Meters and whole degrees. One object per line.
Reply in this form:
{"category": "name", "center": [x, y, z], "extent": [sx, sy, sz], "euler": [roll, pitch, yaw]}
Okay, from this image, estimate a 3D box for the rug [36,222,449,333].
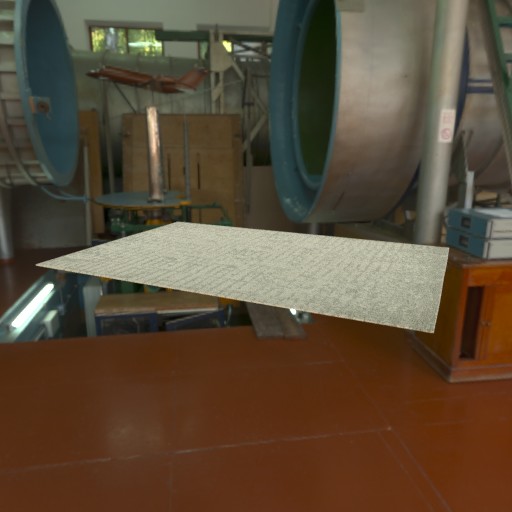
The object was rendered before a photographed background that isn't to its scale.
{"category": "rug", "center": [0.000, 0.000, 2.326], "extent": [1.827, 0.007, 1.211], "euler": [7, 17, 24]}
